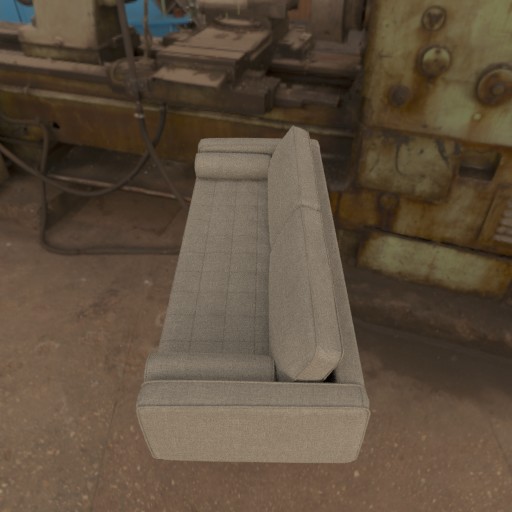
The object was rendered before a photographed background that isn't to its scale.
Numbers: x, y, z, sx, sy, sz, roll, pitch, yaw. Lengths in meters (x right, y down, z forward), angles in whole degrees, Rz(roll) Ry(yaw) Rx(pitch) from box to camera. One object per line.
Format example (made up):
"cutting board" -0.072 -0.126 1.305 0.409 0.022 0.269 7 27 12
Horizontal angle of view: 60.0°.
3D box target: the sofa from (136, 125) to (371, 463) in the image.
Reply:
"sofa" 0.000 0.000 2.597 0.914 0.762 2.211 1 41 1
